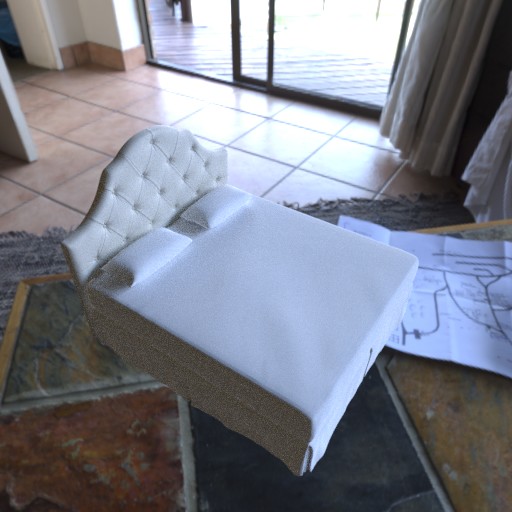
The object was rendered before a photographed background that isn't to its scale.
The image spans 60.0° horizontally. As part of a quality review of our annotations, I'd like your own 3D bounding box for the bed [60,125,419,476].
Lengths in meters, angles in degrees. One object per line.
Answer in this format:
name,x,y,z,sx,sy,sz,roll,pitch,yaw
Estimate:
bed,0.000,0.000,3.601,2.214,1.615,2.008,24,45,26
